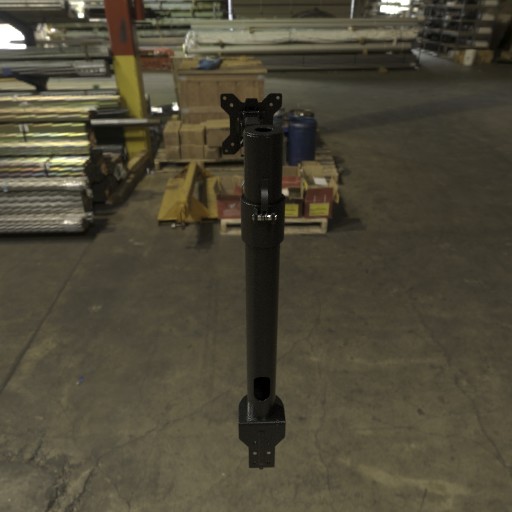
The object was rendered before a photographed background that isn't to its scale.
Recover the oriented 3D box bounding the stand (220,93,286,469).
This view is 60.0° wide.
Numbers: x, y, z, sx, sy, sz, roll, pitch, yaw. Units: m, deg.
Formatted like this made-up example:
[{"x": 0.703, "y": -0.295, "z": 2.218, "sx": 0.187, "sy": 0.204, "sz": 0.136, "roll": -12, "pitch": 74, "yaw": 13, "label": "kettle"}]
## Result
[{"x": 0.000, "y": 0.000, "z": 0.727, "sx": 0.115, "sy": 0.510, "sz": 0.456, "roll": -1, "pitch": 30, "yaw": -2, "label": "stand"}]
